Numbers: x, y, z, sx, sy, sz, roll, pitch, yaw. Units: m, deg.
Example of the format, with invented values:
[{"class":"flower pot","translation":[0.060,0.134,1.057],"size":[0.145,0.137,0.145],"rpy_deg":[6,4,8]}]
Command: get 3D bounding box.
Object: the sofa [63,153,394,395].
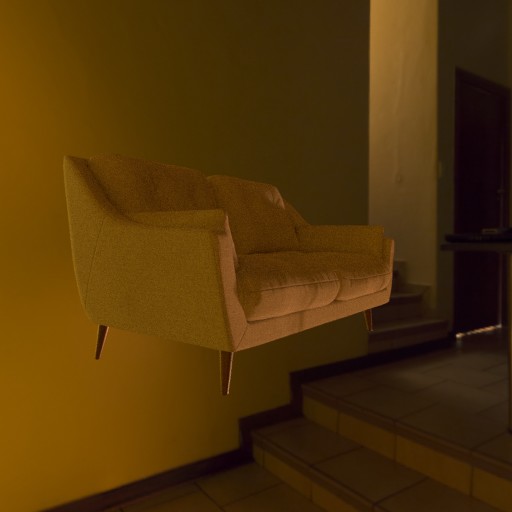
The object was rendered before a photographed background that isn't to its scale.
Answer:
[{"class":"sofa","translation":[0.000,0.000,2.210],"size":[0.965,0.888,1.652],"rpy_deg":[1,2,35]}]
